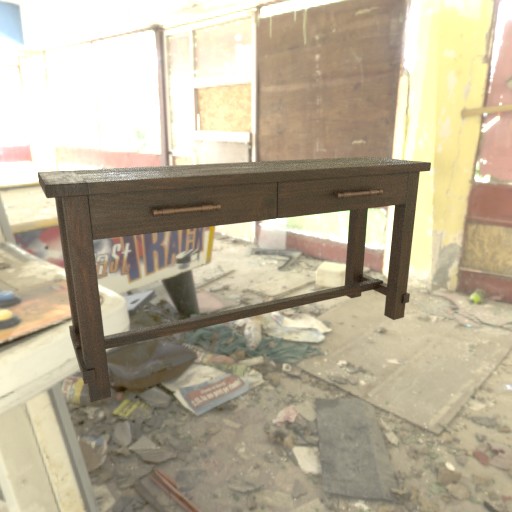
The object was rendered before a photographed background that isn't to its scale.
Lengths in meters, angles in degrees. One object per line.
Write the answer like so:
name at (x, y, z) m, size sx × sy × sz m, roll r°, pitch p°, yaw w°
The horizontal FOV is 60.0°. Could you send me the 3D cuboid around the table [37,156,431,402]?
table at (0.000, 0.000, 1.920) m, size 1.599 × 0.762 × 0.442 m, roll -9°, pitch 19°, yaw -27°
